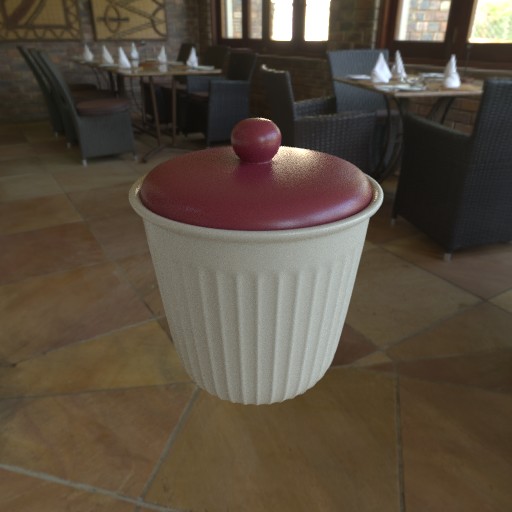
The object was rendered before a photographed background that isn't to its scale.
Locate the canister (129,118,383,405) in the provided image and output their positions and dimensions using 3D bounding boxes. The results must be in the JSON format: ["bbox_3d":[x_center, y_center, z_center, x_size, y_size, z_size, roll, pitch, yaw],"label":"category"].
[{"bbox_3d":[0.000,0.000,0.351,0.181,0.211,0.181,0,27,0],"label":"canister"}]
